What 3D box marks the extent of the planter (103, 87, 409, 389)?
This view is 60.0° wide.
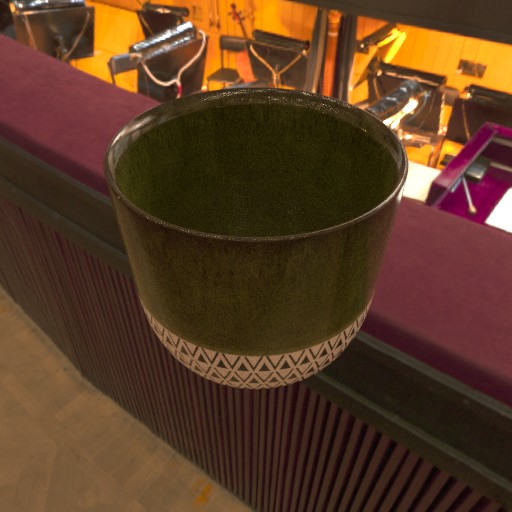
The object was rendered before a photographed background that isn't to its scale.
[{"bbox_3d":[0.000,0.000,0.487,0.266,0.270,0.266,0,42,0],"label":"planter"}]
